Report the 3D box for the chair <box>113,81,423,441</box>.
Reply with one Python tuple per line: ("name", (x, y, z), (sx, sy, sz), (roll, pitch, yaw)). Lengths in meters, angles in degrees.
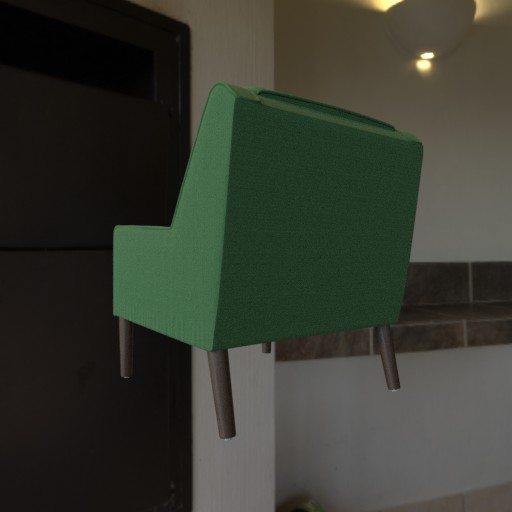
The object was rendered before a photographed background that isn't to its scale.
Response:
("chair", (0.000, 0.000, 1.364), (0.663, 0.792, 0.743), (0, 0, -36))
